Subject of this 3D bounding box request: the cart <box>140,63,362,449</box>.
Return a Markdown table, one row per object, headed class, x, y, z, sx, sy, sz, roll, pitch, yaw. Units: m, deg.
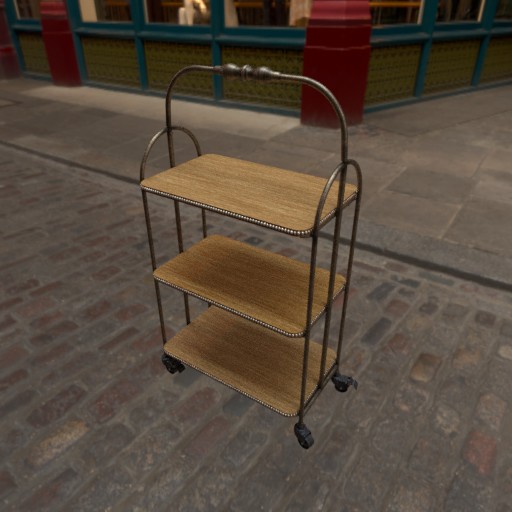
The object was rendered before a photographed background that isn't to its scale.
| class | x | y | z | sx | sy | sz | roll | pitch | yaw |
| --- | --- | --- | --- | --- | --- | --- | --- | --- | --- |
| cart | 0.000 | 0.000 | 1.322 | 0.650 | 1.052 | 0.330 | 19 | 36 | 28 |
